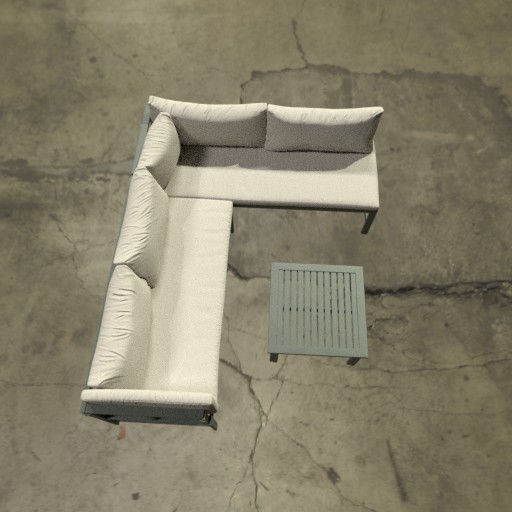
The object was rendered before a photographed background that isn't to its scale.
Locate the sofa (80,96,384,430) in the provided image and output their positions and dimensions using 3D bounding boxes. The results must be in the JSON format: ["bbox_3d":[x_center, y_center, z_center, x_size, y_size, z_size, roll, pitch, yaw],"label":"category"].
[{"bbox_3d":[0.000,0.000,2.877,1.658,0.758,2.096,3,64,1],"label":"sofa"}]
